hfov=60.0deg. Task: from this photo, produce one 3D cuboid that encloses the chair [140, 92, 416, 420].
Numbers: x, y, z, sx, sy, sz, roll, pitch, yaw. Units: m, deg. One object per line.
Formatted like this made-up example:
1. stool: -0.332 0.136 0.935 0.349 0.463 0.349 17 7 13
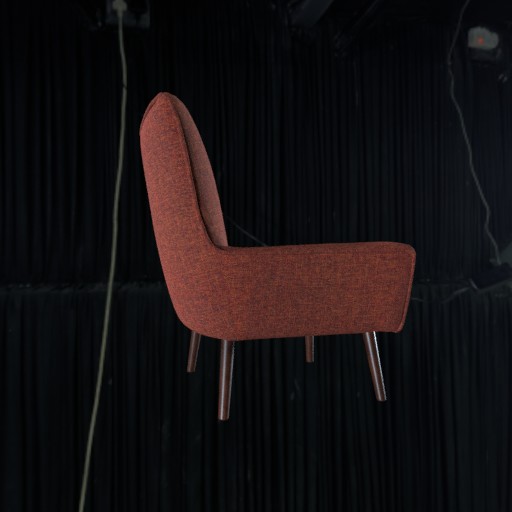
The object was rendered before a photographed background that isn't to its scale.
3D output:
1. chair: 0.000 0.000 1.555 0.784 0.911 0.803 0 0 -18
